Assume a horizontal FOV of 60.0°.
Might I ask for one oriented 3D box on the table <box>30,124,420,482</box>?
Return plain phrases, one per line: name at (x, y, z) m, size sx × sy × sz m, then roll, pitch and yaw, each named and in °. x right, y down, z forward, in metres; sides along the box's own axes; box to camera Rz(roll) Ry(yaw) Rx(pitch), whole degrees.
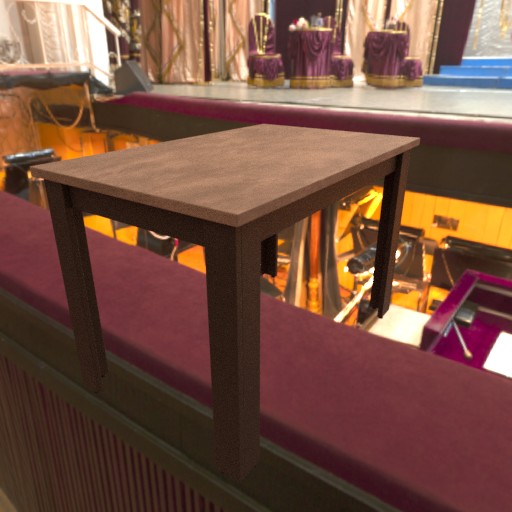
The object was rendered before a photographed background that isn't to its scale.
table at (0.000, 0.000, 1.551) m, size 0.700 × 0.734 × 1.100 m, roll 16°, pitch 28°, yaw 32°
